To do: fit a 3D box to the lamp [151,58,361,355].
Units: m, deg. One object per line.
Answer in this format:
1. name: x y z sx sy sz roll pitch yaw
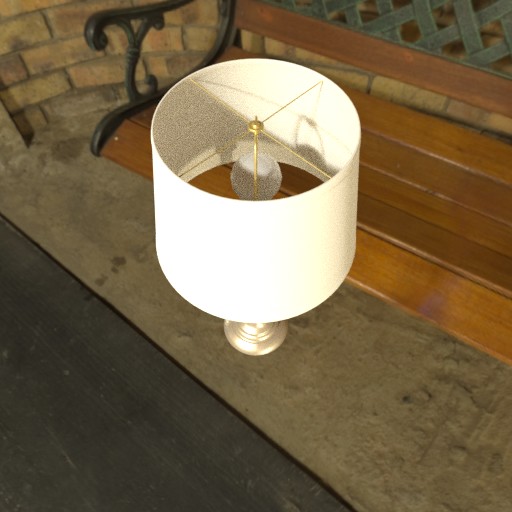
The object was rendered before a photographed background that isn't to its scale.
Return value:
1. lamp: 0.000 0.000 0.798 0.328 0.612 0.328 0 58 0
